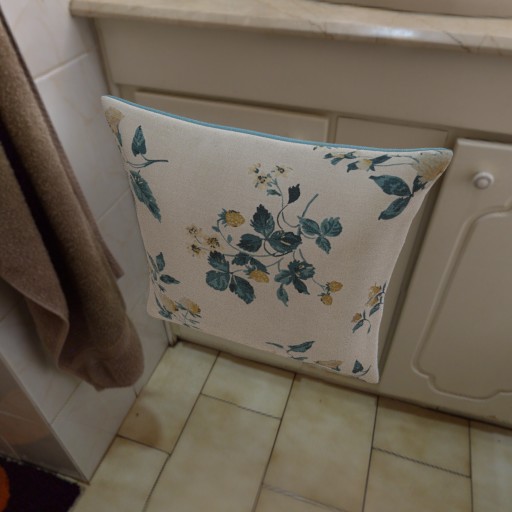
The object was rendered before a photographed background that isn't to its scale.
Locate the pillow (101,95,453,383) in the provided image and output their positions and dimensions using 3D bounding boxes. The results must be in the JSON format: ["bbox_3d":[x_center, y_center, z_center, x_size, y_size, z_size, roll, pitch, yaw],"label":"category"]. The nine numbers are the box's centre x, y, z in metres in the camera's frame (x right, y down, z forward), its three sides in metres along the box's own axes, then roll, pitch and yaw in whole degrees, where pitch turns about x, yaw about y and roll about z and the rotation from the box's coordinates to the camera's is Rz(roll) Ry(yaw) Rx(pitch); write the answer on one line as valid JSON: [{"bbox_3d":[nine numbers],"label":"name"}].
[{"bbox_3d":[0.000,0.000,0.789,0.526,0.507,0.166,14,43,15],"label":"pillow"}]
